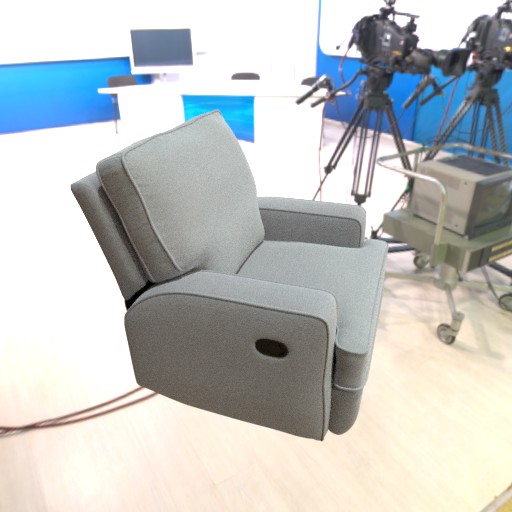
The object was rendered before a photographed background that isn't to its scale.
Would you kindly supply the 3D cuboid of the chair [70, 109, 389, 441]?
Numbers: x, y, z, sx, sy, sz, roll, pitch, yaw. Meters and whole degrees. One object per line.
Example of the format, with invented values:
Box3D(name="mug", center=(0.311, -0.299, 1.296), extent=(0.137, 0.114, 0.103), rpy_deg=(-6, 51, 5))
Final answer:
Box3D(name="chair", center=(0.000, 0.000, 1.703), extent=(0.969, 0.964, 0.861), rpy_deg=(10, 31, 17))
